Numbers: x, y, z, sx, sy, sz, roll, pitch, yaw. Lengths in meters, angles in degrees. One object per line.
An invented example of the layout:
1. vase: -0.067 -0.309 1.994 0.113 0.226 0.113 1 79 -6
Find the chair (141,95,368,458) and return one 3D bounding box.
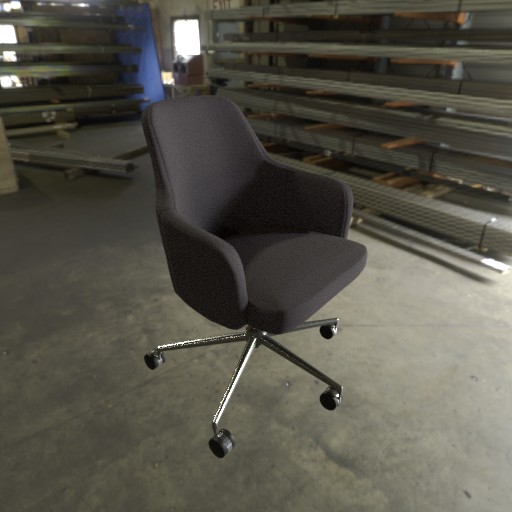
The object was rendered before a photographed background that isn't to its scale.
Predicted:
1. chair: 0.000 0.000 1.259 0.600 0.820 0.655 19 32 33
